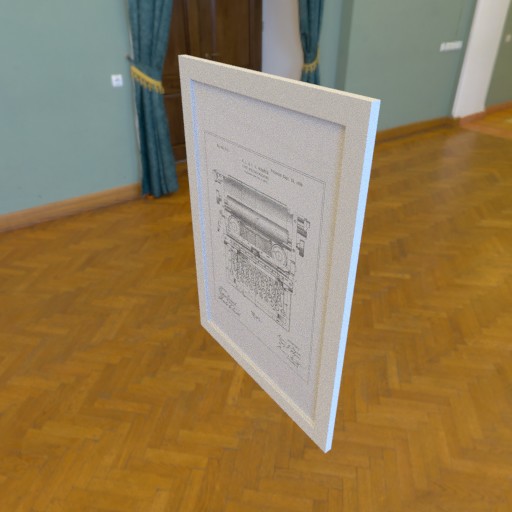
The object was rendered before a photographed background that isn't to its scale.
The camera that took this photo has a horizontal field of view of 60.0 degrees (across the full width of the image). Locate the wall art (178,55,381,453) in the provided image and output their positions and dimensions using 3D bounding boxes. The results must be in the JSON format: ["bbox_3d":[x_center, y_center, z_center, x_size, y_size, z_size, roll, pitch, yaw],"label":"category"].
[{"bbox_3d":[0.000,0.000,0.687,0.013,0.533,0.381,-21,38,-30],"label":"wall art"}]
